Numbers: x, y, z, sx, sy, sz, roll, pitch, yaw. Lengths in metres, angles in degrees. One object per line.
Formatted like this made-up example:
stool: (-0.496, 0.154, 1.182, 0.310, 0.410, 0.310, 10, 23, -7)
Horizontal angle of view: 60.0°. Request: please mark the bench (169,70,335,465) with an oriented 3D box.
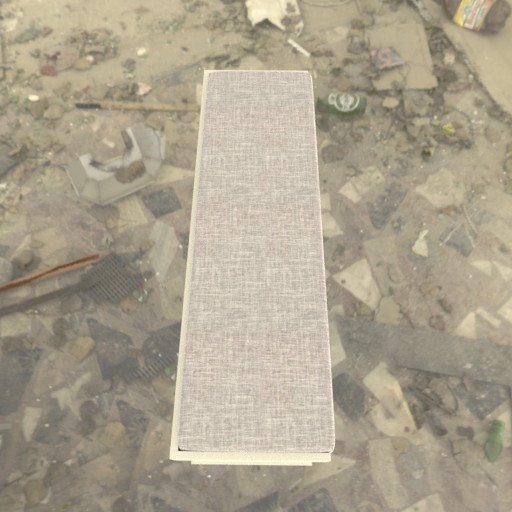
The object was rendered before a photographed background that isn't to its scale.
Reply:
bench: (0.000, 0.000, 1.413, 0.363, 0.453, 1.196, 1, 63, 0)
